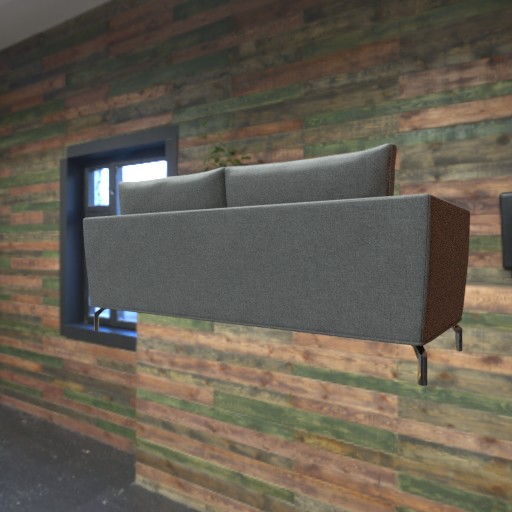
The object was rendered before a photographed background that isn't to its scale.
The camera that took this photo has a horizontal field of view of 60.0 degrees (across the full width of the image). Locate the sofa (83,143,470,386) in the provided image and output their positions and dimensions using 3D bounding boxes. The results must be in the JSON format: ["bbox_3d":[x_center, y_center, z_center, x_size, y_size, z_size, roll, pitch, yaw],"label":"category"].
[{"bbox_3d":[0.000,0.000,2.651,2.212,1.002,0.869,1,1,35],"label":"sofa"}]
